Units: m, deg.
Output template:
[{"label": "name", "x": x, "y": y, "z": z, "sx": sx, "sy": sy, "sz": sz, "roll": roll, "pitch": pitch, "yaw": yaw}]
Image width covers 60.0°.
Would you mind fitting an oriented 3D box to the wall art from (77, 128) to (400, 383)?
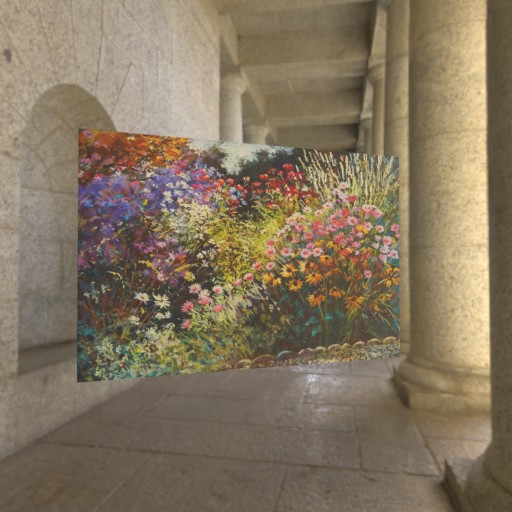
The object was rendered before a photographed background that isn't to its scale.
[{"label": "wall art", "x": 0.000, "y": 0.000, "z": 1.523, "sx": 1.136, "sy": 0.760, "sz": 0.042, "roll": 0, "pitch": -1, "yaw": -19}]
